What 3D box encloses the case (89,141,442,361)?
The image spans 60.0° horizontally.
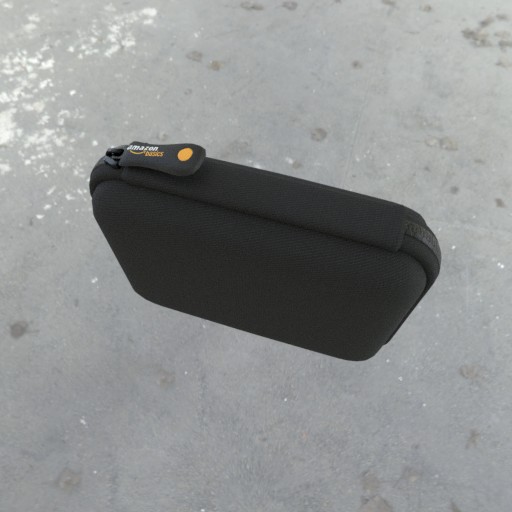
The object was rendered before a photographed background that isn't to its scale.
[{"bbox_3d":[0.000,0.000,0.182,0.132,0.105,0.038,15,61,9],"label":"case"}]
